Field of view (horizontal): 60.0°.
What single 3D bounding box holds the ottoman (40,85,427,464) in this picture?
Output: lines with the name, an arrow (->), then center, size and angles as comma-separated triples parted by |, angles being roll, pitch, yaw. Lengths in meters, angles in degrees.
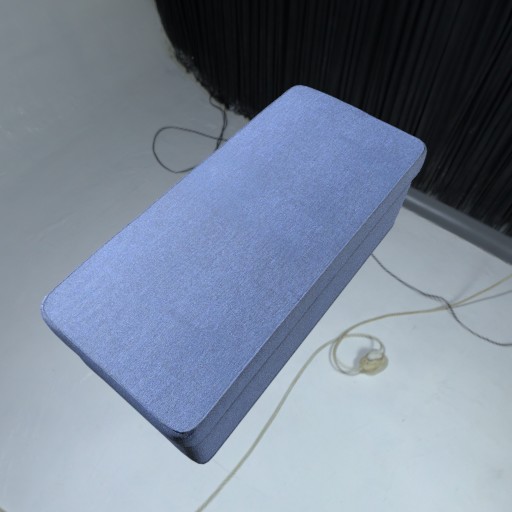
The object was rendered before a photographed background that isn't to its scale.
ottoman -> 0.000, 0.000, 1.373 | 0.515, 0.460, 1.110 | 34, 63, 20
